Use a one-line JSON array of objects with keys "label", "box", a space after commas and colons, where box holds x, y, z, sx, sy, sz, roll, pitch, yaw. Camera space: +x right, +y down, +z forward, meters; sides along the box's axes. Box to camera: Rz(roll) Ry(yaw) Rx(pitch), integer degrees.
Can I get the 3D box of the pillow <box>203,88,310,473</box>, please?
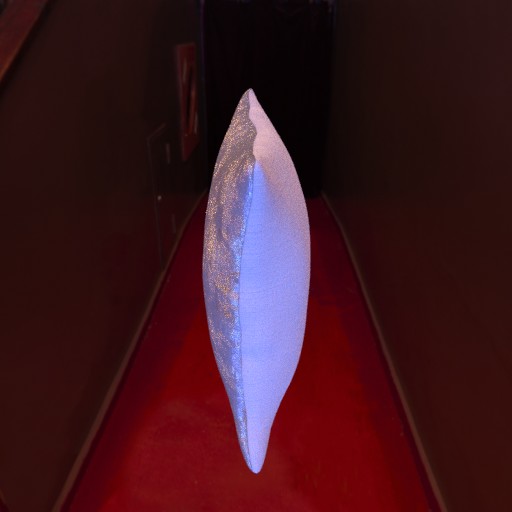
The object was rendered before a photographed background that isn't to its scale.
[{"label": "pillow", "box": [0.000, 0.000, 0.735, 0.175, 0.464, 0.470, 0, 28, 0]}]
